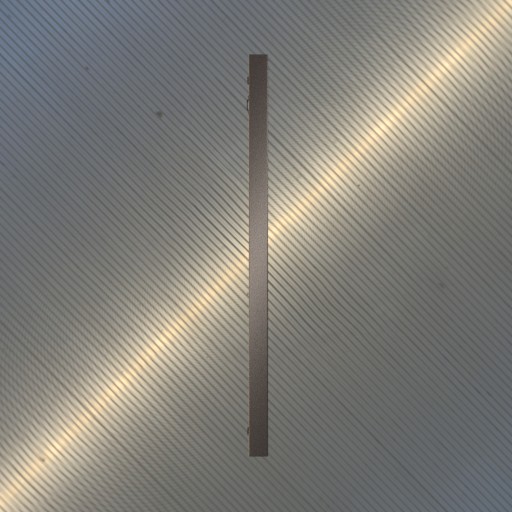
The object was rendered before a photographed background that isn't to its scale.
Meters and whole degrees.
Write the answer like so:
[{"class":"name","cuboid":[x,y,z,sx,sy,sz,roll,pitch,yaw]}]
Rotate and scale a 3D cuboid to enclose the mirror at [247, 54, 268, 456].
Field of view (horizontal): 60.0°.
[{"class":"mirror","cuboid":[0.000,0.000,1.347,0.041,1.016,0.762,0,90,0]}]
